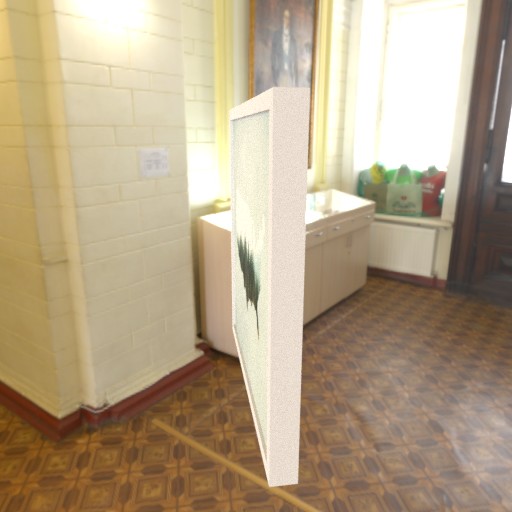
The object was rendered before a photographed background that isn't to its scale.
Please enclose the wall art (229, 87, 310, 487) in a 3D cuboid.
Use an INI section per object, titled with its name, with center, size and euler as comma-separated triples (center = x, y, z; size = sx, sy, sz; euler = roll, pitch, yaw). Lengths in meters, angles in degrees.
[wall art]
center = 0.000, 0.000, 0.778
size = 0.040, 0.509, 0.509
euler = -2, 16, -8
